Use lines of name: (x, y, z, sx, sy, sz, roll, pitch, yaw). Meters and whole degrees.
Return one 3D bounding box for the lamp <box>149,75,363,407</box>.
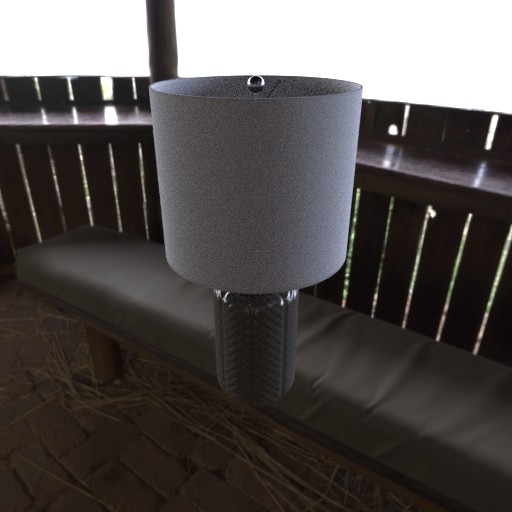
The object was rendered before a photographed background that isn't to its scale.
lamp: (0.000, 0.000, 0.514, 0.203, 0.389, 0.203, 8, 28, 15)
